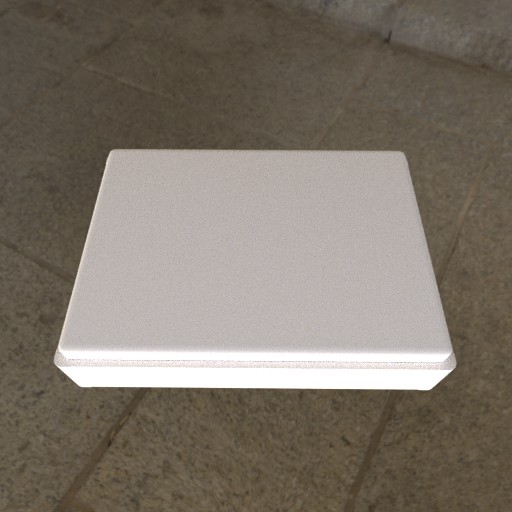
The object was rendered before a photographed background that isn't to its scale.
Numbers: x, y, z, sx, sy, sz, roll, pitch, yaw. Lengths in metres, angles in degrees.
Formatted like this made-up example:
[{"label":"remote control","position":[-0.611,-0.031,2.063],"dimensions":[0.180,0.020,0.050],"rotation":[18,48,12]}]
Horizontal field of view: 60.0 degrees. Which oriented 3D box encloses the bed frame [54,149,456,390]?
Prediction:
[{"label":"bed frame","position":[0.000,0.000,2.545],"dimensions":[1.900,0.406,1.400],"rotation":[0,57,0]}]
